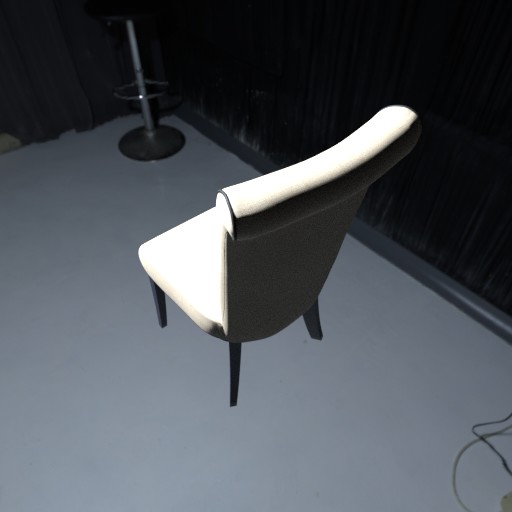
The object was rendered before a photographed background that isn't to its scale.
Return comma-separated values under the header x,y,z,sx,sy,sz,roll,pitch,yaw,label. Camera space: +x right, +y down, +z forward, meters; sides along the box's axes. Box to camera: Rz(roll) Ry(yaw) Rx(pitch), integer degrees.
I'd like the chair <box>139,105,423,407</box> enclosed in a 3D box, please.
x,y,z,sx,sy,sz,roll,pitch,yaw,label
0.000,0.000,1.334,0.522,0.997,0.623,-31,54,-25,chair
